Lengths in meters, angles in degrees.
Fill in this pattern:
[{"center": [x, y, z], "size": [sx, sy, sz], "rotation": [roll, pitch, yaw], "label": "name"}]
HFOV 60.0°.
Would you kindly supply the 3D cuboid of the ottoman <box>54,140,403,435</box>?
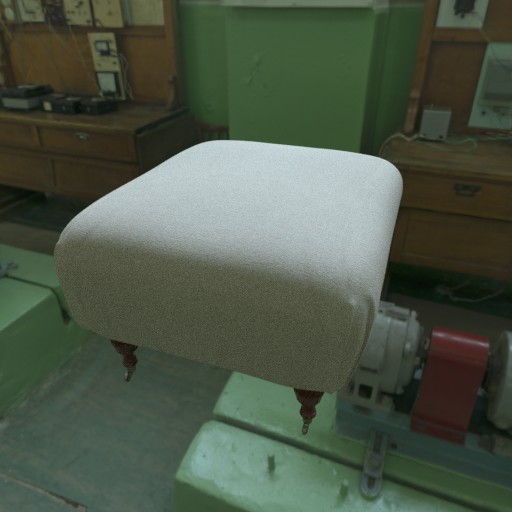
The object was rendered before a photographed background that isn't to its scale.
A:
[{"center": [0.000, 0.000, 1.122], "size": [0.639, 0.450, 0.746], "rotation": [10, 32, 17], "label": "ottoman"}]
